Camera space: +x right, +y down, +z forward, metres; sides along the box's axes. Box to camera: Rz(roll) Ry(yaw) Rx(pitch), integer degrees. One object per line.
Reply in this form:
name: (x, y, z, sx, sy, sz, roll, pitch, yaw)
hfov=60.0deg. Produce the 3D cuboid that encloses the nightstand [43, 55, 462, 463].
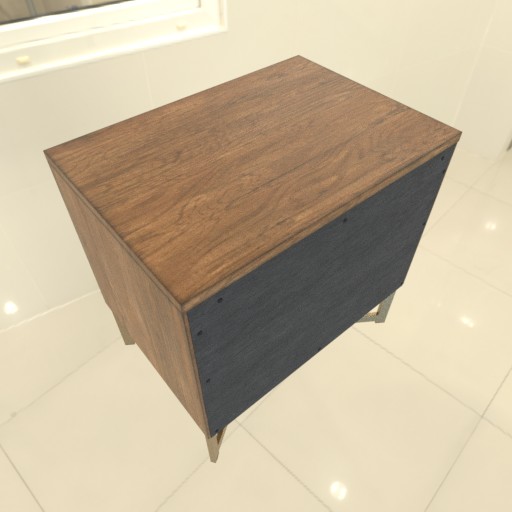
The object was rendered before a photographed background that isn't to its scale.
nightstand: (0.000, 0.000, 1.013, 0.610, 0.610, 0.446, -31, 54, -26)
